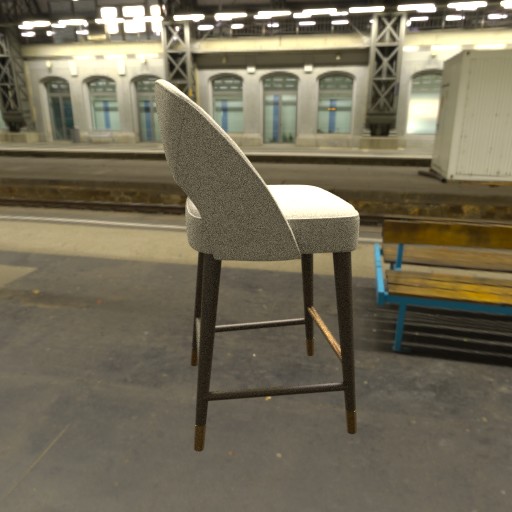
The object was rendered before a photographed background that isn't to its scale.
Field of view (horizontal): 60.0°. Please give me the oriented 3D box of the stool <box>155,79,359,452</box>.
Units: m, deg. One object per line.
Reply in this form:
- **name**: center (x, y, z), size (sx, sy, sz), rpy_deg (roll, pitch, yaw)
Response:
- **stool**: center (0.000, 0.000, 1.279), size (0.509, 0.940, 0.494), rpy_deg (-3, 18, -9)
